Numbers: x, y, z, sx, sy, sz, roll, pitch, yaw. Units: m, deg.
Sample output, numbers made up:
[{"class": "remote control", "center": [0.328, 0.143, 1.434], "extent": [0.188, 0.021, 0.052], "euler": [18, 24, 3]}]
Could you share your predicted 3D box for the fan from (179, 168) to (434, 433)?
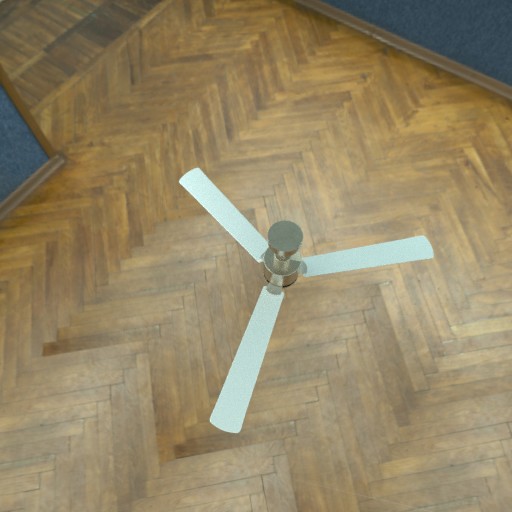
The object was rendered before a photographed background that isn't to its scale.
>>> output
[{"class": "fan", "center": [0.000, 0.000, 2.342], "extent": [1.531, 0.446, 1.561], "euler": [34, 69, 15]}]
